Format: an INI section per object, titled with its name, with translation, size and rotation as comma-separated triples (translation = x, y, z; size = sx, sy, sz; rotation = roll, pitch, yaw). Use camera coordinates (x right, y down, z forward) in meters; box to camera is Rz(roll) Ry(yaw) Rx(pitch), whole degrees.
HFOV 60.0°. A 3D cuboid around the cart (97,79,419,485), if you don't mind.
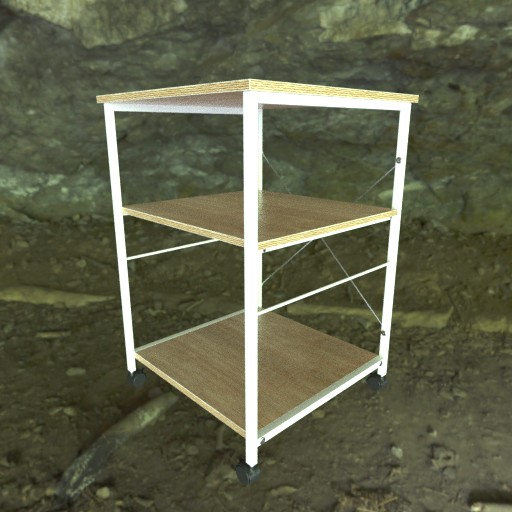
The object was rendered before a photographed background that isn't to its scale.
[cart]
translation = 0.000, 0.000, 1.117
size = 0.520, 0.762, 0.521
rotation = -15, 22, -41
